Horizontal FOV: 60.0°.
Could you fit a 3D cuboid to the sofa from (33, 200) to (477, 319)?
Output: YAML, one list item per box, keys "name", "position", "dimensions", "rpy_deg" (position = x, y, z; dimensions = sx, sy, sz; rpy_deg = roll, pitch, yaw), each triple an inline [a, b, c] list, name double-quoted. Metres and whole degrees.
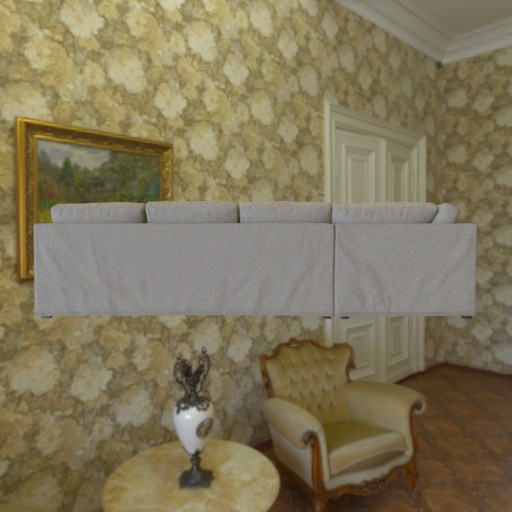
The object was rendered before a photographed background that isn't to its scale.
- name: "sofa"
  position: [0.000, 0.000, 4.358]
  dimensions: [3.182, 0.871, 2.432]
  rpy_deg: [0, 1, 1]
